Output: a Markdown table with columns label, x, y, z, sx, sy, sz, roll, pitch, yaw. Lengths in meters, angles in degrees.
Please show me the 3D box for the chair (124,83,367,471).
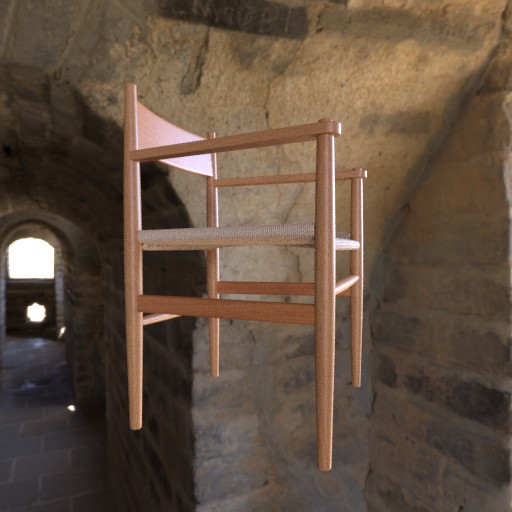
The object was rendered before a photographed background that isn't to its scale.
| label | x | y | z | sx | sy | sz | roll | pitch | yaw |
| --- | --- | --- | --- | --- | --- | --- | --- | --- | --- |
| chair | 0.000 | 0.000 | 1.114 | 0.495 | 0.762 | 0.556 | 0 | 1 | 19 |
